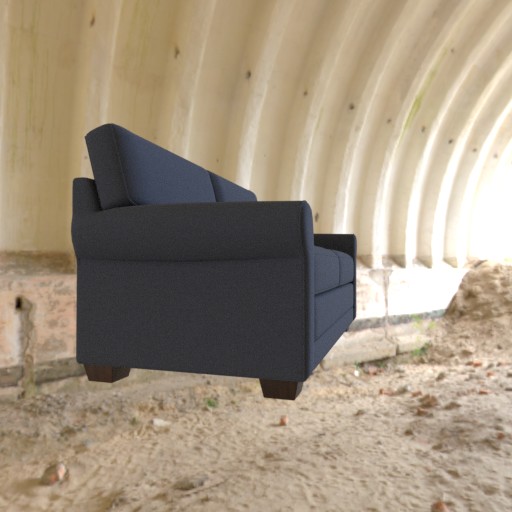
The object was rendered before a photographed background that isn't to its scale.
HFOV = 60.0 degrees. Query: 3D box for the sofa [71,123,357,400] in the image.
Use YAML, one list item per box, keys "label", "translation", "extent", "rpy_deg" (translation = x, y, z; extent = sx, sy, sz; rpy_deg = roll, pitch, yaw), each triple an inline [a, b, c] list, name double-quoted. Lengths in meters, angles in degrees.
- label: "sofa"
  translation: [0.000, 0.000, 2.461]
  extent: [0.940, 1.020, 1.930]
  rpy_deg: [0, -1, 18]
